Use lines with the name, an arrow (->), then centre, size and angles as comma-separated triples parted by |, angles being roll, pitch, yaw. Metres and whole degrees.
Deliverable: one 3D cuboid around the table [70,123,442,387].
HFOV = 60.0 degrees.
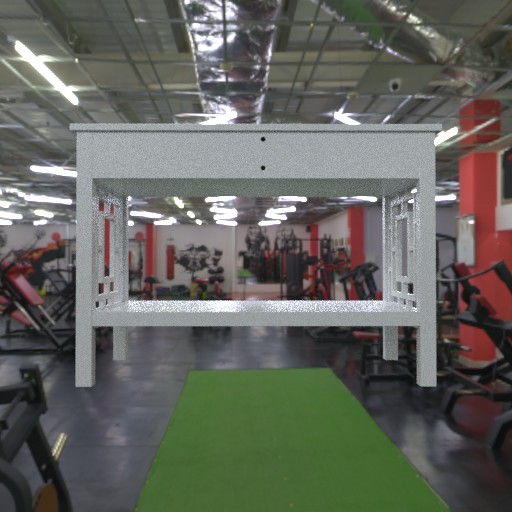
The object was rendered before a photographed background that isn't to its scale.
table -> 0.000, 0.000, 1.463 | 1.068, 0.753, 0.397 | 0, -1, 0
